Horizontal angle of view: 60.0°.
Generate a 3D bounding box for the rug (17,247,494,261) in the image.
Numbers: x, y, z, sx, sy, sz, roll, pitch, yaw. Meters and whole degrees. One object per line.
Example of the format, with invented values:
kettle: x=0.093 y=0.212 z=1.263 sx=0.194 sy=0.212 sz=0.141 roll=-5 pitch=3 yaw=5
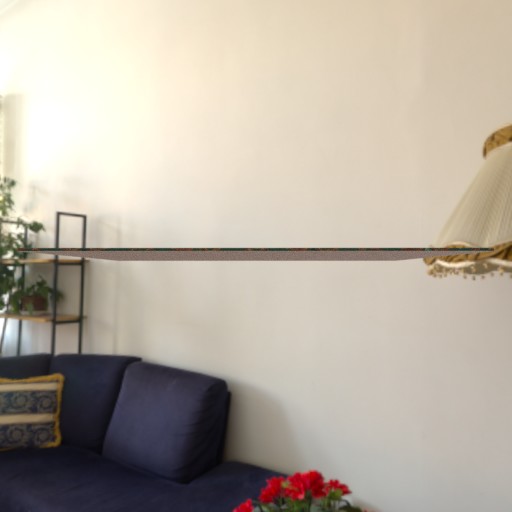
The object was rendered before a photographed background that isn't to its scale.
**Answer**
rug: x=0.000 y=0.000 z=2.306 sx=1.836 sy=0.014 sz=1.216 roll=0 pitch=-2 yaw=0
